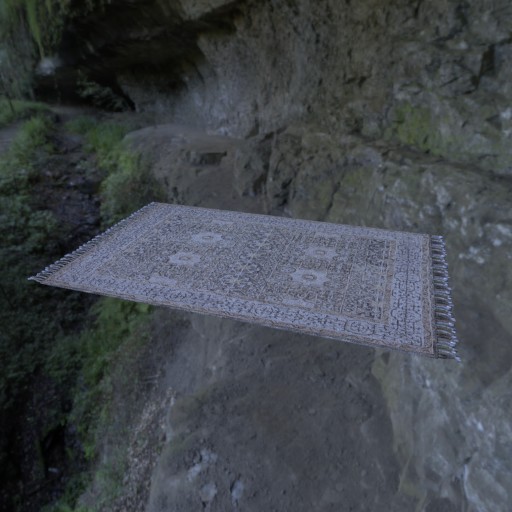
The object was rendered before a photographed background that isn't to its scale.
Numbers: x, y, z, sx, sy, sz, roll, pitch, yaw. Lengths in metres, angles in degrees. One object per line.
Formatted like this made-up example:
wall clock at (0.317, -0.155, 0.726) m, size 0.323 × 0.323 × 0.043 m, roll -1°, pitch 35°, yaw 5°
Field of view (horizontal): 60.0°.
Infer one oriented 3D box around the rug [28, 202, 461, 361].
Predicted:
rug at (0.000, 0.000, 2.472) m, size 2.029 × 0.010 × 1.237 m, roll 8°, pitch 28°, yaw 16°
